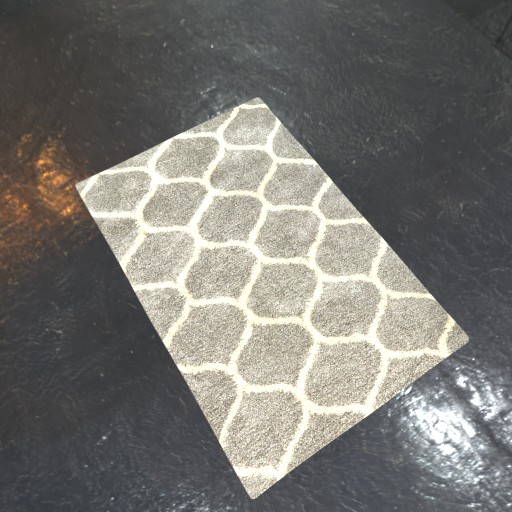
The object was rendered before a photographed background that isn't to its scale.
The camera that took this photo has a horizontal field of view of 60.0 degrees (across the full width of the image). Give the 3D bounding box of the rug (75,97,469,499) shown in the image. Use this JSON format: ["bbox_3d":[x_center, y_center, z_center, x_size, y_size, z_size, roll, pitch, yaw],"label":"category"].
[{"bbox_3d":[0.000,0.000,3.353,1.801,0.026,2.701,-30,68,-14],"label":"rug"}]
